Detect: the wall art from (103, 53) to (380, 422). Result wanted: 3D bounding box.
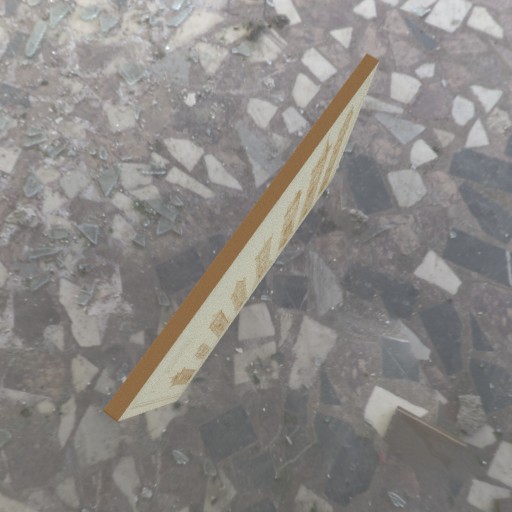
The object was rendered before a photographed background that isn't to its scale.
[{"bbox_3d":[0.000,0.000,1.179,0.033,0.608,0.915,34,78,8],"label":"wall art"}]
